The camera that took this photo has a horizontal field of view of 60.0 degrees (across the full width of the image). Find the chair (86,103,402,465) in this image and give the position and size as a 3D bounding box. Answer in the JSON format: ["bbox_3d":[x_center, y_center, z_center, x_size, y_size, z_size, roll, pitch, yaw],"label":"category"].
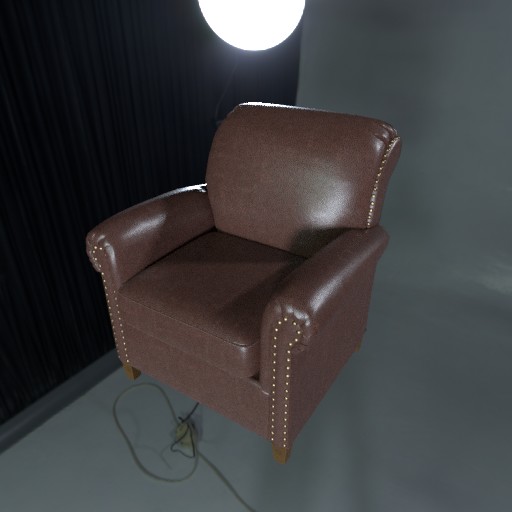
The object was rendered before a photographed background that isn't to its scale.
[{"bbox_3d":[0.000,0.000,1.599,0.854,0.927,0.890,18,34,28],"label":"chair"}]
